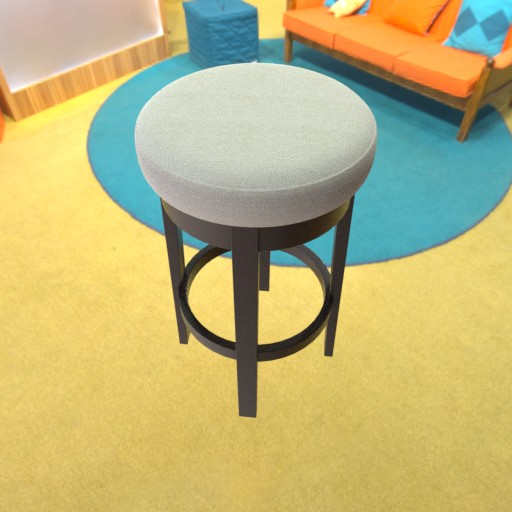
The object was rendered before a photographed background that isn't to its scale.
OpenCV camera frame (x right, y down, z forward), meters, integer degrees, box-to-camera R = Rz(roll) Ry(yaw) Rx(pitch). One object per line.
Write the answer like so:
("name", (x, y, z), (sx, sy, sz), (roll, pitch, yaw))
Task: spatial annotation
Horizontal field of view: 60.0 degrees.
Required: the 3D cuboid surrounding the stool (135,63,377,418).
("stool", (0.000, 0.000, 1.033), (0.446, 0.758, 0.446), (0, 46, 0))
